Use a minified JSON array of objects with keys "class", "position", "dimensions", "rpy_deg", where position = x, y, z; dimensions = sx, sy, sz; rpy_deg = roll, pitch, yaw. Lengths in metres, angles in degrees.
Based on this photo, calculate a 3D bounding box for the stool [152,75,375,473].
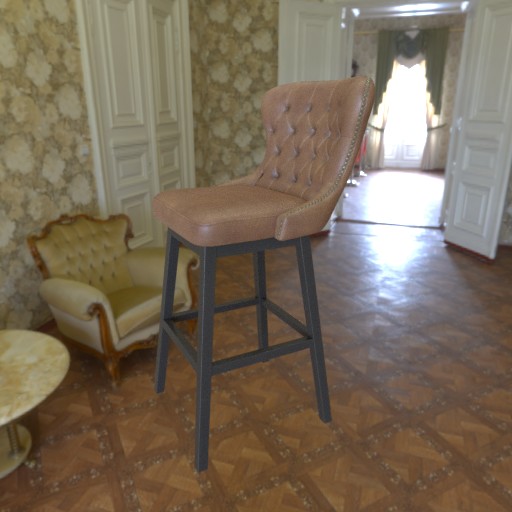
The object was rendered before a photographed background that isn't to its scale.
[{"class":"stool","position":[0.000,0.000,1.389],"dimensions":[0.601,1.050,0.528],"rpy_deg":[-9,20,-27]}]
